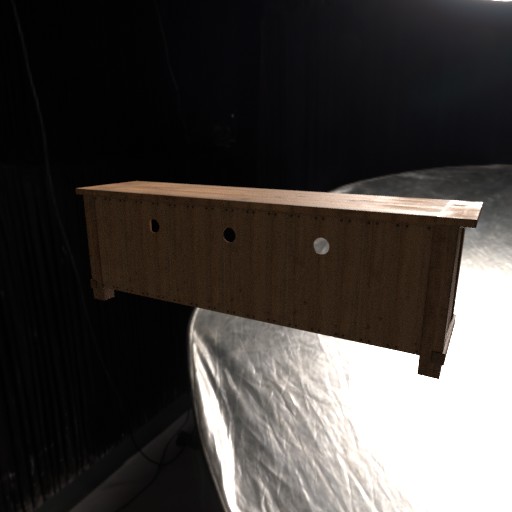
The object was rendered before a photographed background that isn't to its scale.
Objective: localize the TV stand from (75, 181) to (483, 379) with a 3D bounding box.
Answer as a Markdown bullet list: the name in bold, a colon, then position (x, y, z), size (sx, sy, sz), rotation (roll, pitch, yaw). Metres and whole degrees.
- **TV stand**: position (0.000, 0.000, 2.053), size (1.804, 0.573, 0.453), rotation (8, 17, 27)
